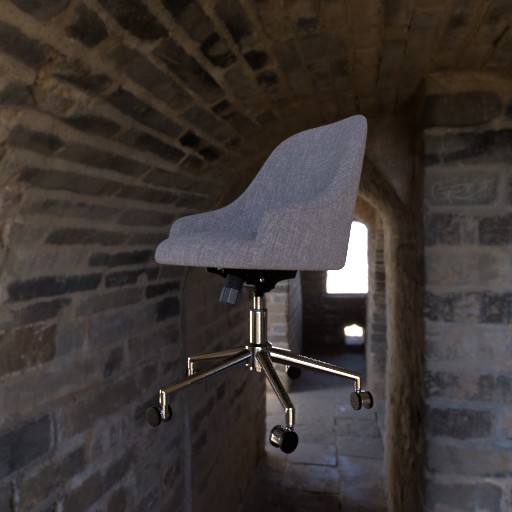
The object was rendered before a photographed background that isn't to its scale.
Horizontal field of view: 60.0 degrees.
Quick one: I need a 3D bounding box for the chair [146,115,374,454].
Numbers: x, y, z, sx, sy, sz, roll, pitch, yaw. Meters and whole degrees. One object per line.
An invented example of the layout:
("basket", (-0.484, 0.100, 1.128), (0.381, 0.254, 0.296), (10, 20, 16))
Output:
("chair", (0.000, 0.000, 1.427), (0.712, 0.950, 0.671), (-1, 1, -37))
